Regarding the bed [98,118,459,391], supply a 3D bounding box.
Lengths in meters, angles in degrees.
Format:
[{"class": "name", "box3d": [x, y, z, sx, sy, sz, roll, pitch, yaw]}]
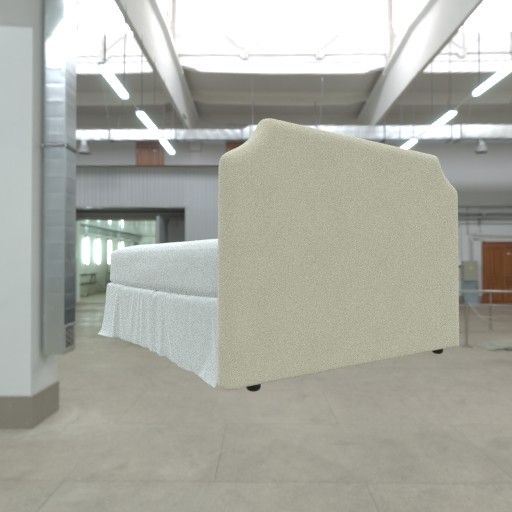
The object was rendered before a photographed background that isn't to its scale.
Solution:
[{"class": "bed", "box3d": [0.000, 0.000, 3.364, 1.827, 1.296, 2.209, 0, -1, -35]}]
